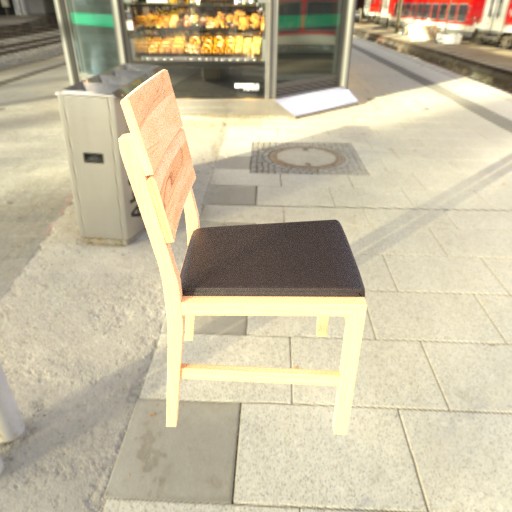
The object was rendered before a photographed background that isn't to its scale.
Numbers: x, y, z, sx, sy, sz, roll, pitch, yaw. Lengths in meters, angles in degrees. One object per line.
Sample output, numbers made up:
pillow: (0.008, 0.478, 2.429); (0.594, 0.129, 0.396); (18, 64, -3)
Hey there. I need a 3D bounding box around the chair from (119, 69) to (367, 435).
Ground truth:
chair: (0.000, 0.000, 1.282); (0.560, 0.950, 0.475); (0, 30, 0)
